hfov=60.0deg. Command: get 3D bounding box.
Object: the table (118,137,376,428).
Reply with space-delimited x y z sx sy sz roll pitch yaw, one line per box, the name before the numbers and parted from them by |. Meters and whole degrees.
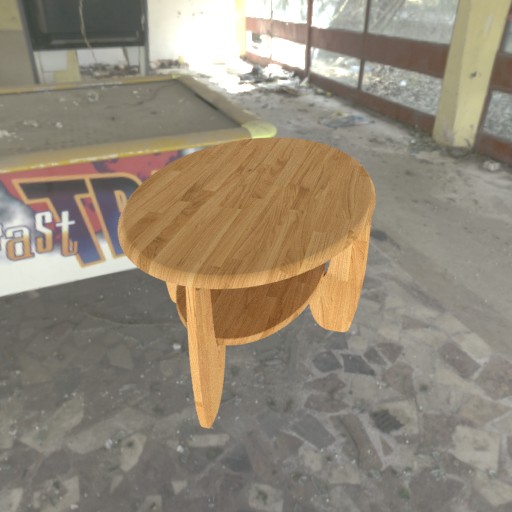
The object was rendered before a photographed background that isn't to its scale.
table | 0.000 0.000 1.430 0.690 0.490 1.040 8 32 13
